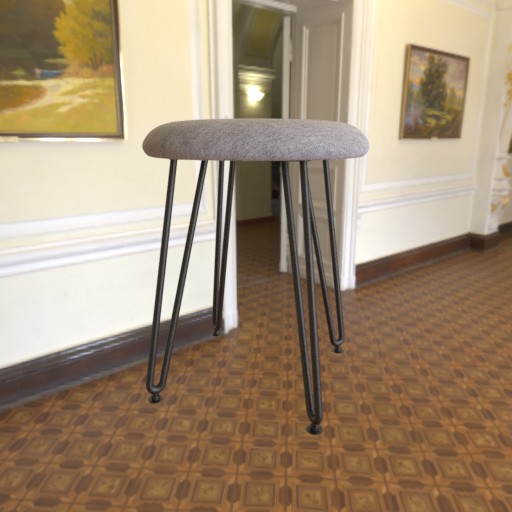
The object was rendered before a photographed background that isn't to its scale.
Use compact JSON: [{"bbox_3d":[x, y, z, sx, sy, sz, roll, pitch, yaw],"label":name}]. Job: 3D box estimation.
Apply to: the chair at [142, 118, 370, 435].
[{"bbox_3d":[0.000,0.000,0.660,0.350,0.386,0.350,-8,17,-27],"label":"chair"}]
